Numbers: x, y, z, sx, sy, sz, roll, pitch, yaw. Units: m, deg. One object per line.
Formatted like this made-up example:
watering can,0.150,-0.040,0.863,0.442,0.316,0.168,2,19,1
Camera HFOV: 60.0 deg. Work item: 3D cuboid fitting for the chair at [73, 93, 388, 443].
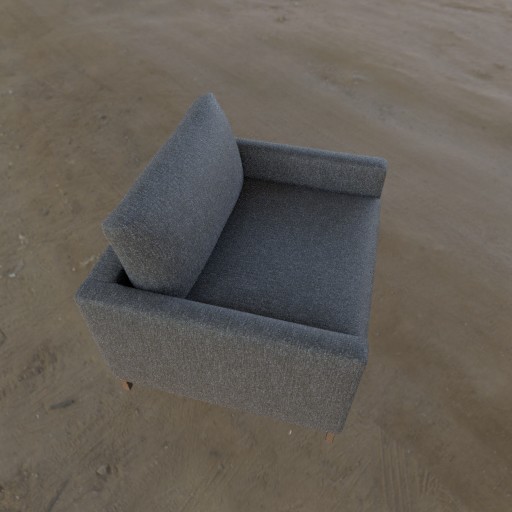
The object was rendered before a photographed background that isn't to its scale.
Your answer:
chair,0.000,0.000,1.646,0.866,0.861,0.963,11,48,10
